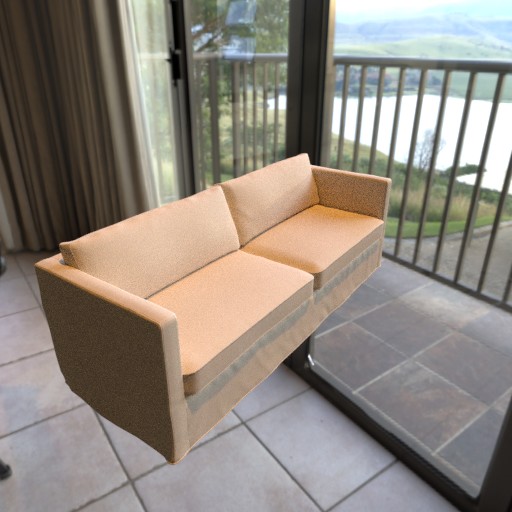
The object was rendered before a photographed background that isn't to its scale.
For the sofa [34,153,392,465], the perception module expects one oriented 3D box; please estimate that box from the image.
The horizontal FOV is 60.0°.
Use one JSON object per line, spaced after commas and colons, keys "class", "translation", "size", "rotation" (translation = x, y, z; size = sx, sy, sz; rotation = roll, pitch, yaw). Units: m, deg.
{"class": "sofa", "translation": [0.000, 0.000, 3.283], "size": [1.036, 0.999, 2.779], "rotation": [18, 31, 32]}
